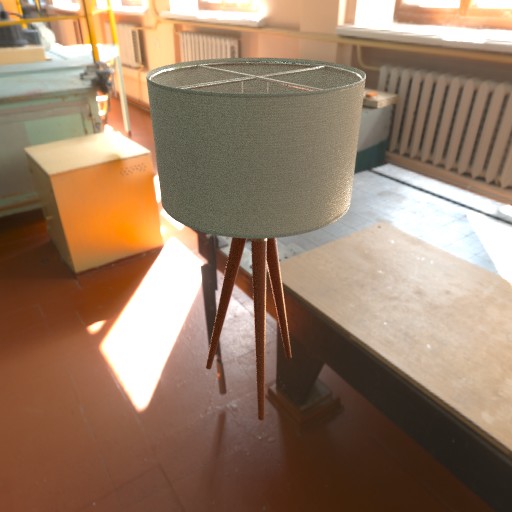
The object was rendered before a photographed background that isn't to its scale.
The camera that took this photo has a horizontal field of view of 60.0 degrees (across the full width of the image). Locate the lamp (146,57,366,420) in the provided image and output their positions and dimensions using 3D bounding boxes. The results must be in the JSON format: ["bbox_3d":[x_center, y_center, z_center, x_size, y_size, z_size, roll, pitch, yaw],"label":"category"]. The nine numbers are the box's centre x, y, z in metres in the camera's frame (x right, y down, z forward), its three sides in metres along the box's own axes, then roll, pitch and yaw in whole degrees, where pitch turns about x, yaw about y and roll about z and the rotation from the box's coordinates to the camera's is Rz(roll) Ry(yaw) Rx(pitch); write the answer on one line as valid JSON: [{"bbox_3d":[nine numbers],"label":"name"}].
[{"bbox_3d":[0.000,0.000,0.913,0.355,0.709,0.354,0,31,0],"label":"lamp"}]
